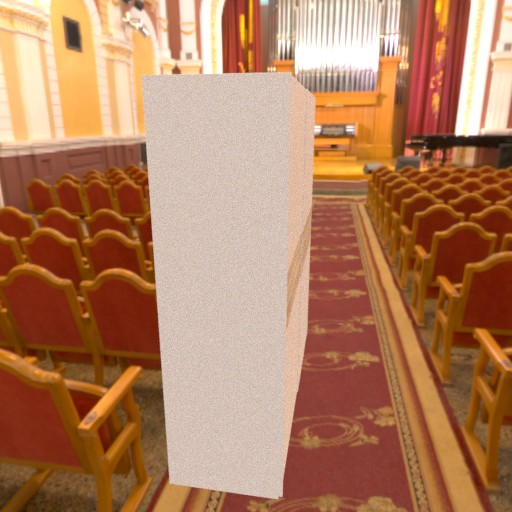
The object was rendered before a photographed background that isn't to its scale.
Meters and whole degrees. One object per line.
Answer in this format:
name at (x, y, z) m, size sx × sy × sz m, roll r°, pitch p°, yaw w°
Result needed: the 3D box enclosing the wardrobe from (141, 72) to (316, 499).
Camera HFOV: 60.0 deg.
wardrobe at (0.000, 0.000, 2.871) m, size 0.600 × 2.020 × 1.830 m, roll 3°, pitch 17°, yaw 10°
